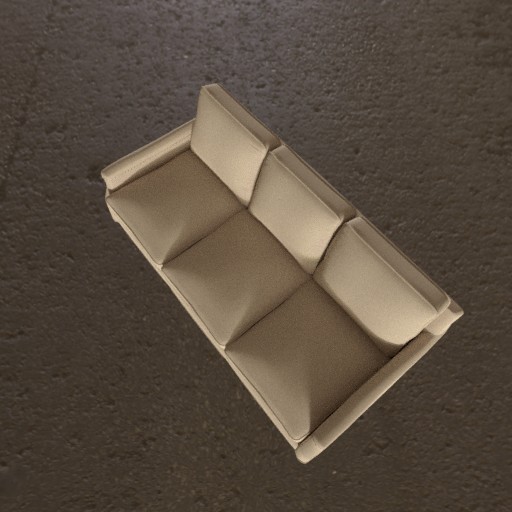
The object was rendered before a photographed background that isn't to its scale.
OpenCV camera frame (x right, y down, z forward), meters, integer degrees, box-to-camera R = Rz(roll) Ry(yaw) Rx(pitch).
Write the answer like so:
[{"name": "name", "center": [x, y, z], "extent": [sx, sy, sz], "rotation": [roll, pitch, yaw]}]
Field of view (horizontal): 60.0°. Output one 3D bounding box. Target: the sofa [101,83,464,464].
[{"name": "sofa", "center": [0.000, 0.000, 2.854], "extent": [1.084, 1.003, 2.246], "rotation": [-35, 68, -17]}]
